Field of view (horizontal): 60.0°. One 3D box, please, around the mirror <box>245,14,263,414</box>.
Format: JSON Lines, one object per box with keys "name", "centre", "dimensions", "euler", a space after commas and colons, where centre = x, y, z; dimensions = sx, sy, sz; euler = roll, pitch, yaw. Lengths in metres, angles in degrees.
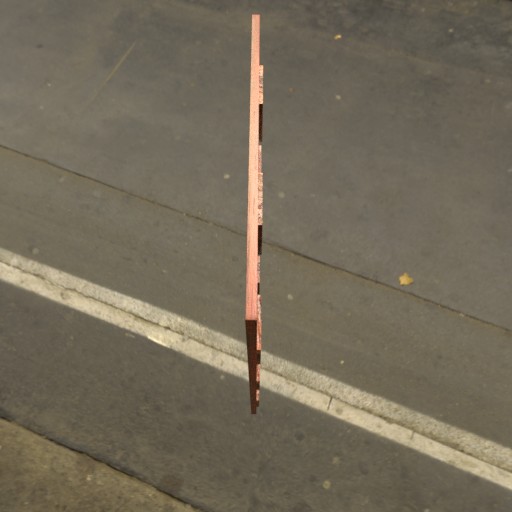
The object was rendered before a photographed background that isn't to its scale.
{"name": "mirror", "centre": [0.000, 0.000, 1.047], "dimensions": [0.021, 0.805, 0.600], "euler": [1, 63, 0]}
